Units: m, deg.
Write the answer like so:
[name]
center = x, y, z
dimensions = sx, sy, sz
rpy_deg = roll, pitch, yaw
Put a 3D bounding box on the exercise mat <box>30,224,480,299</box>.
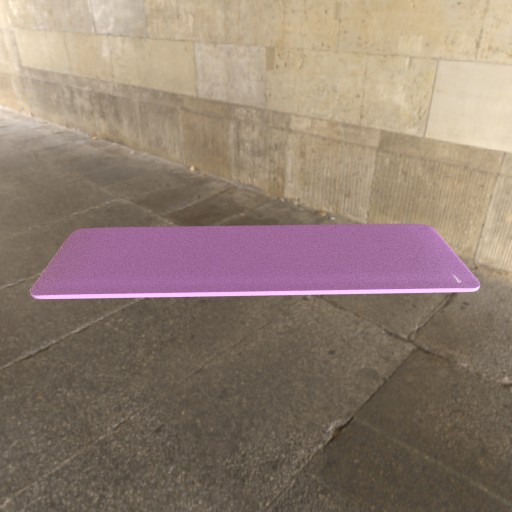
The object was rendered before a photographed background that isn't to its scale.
[exercise mat]
center = 0.000, 0.000, 2.057
dimensions = 1.869, 0.021, 0.616
rpy_deg = -1, 29, -1
